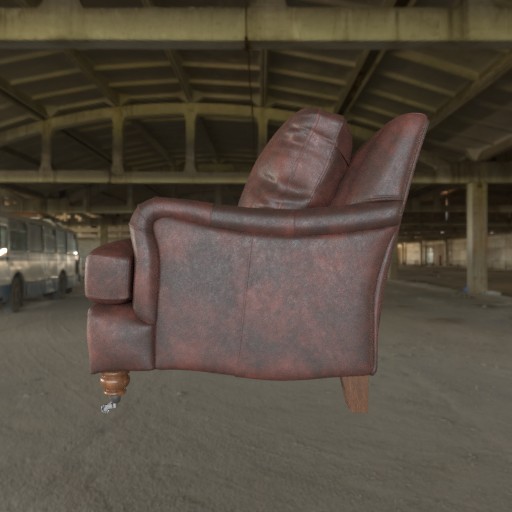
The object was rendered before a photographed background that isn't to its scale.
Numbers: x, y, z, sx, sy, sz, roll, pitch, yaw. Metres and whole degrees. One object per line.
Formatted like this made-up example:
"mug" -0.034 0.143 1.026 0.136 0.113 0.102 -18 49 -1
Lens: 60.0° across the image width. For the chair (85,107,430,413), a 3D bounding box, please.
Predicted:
"chair" 0.000 0.000 1.890 1.156 1.051 0.987 0 0 0
